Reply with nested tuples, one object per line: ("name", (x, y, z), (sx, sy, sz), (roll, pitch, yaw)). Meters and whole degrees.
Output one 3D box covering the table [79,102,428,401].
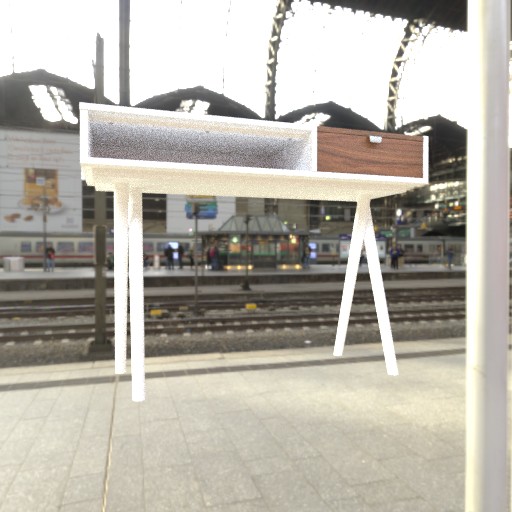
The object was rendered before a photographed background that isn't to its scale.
("table", (0.000, 0.000, 1.472), (1.066, 0.785, 0.418), (0, 0, -18))
